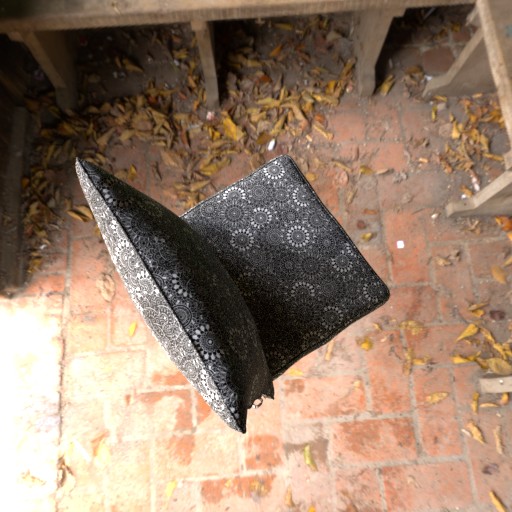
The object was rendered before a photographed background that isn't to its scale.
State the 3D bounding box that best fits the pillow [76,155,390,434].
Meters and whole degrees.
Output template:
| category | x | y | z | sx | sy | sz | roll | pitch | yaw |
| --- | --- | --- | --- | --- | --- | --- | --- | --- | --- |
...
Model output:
| category | x | y | z | sx | sy | sz | roll | pitch | yaw |
| --- | --- | --- | --- | --- | --- | --- | --- | --- | --- |
| pillow | 0.000 | 0.000 | 1.388 | 0.740 | 0.722 | 0.798 | -32 | 77 | -8 |
